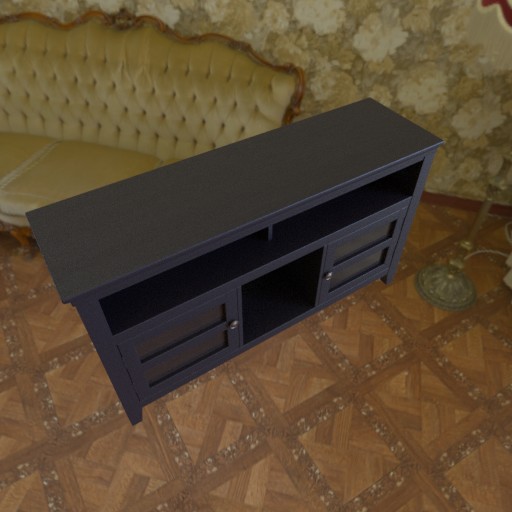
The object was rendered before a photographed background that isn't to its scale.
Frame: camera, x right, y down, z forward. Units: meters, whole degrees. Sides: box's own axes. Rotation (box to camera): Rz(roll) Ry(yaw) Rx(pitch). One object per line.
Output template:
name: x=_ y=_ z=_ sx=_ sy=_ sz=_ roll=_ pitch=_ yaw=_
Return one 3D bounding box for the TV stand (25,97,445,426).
TV stand: x=0.000 y=0.000 z=1.511 sx=1.198 sy=0.681 sz=0.347 roll=-24 pitch=51 yaw=-22
